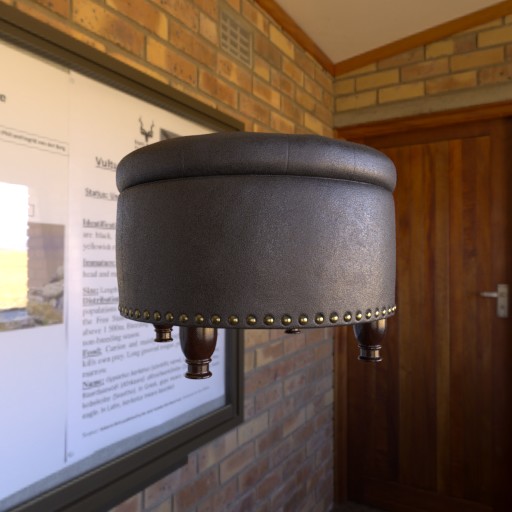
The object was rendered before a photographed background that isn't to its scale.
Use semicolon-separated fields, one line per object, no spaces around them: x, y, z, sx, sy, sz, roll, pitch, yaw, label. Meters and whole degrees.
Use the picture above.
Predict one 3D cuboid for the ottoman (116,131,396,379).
0.000;0.000;1.053;0.637;0.442;0.637;0;-1;0;ottoman
